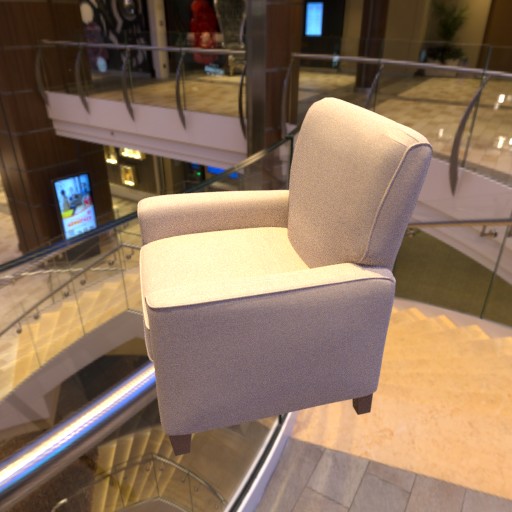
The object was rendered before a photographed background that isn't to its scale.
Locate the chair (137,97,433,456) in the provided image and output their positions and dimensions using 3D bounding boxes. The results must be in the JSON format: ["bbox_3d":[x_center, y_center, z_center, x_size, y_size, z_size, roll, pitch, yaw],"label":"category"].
[{"bbox_3d":[0.000,0.000,1.637,0.858,1.023,0.841,-7,30,-13],"label":"chair"}]
